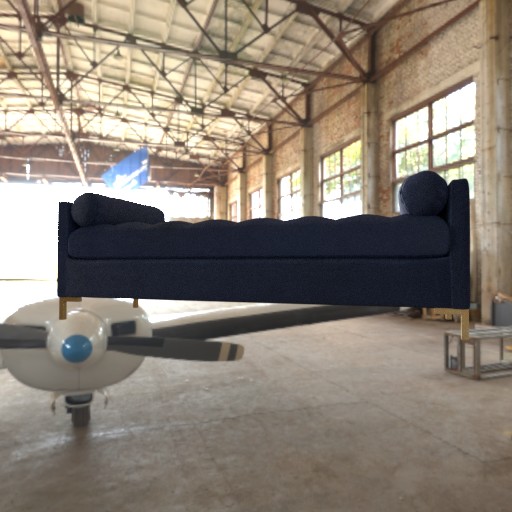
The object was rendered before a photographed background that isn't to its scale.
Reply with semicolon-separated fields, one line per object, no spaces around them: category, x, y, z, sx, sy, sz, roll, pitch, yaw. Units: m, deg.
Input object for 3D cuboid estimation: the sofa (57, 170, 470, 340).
sofa;0.000;0.000;2.473;2.102;0.705;0.796;0;-1;19
